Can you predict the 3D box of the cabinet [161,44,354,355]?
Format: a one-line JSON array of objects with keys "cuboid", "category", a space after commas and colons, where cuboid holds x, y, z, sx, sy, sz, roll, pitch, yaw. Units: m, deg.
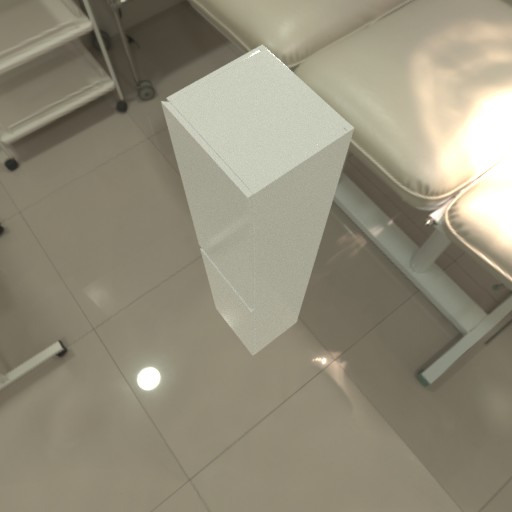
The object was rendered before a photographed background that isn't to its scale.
[{"cuboid": [0.000, 0.000, 1.546, 0.270, 1.400, 0.300, -35, 70, -15], "category": "cabinet"}]
